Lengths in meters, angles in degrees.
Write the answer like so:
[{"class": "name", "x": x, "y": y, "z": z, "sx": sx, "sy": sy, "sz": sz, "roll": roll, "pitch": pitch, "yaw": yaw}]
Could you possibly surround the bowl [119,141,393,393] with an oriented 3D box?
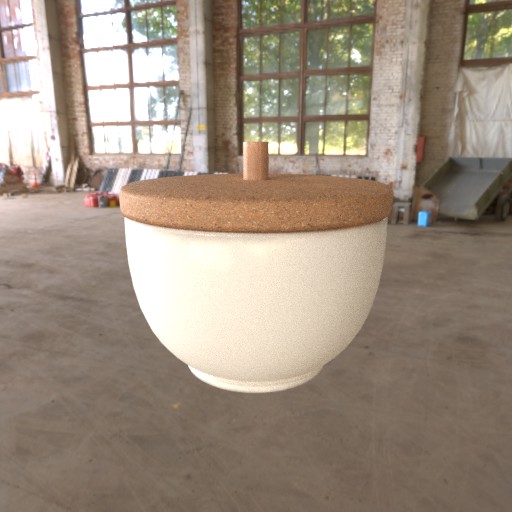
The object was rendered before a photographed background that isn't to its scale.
[{"class": "bowl", "x": 0.000, "y": 0.000, "z": 0.221, "sx": 0.126, "sy": 0.110, "sz": 0.126, "roll": 0, "pitch": 14, "yaw": 0}]
